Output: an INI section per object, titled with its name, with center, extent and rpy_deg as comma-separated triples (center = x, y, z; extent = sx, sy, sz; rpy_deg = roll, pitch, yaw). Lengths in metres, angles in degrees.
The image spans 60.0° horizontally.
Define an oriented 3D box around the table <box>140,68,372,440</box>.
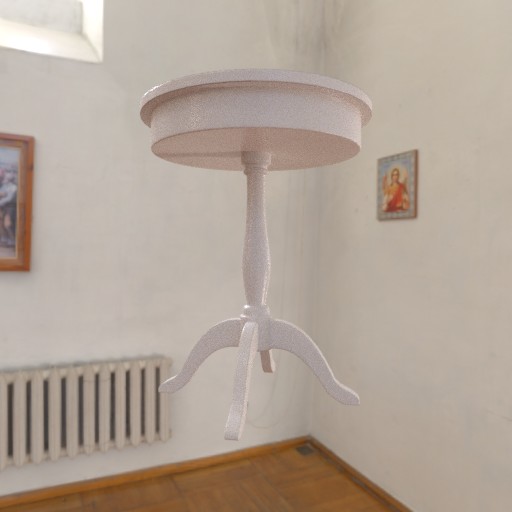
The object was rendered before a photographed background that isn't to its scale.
[table]
center = 0.000, 0.000, 1.019
extent = 0.513, 0.653, 0.513
rpy_deg = 0, 1, 0
